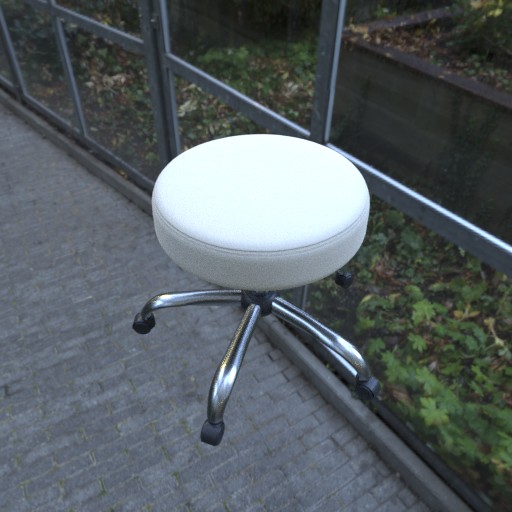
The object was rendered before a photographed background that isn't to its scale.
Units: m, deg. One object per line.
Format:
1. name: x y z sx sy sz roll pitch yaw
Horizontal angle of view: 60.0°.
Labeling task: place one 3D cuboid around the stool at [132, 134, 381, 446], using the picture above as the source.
1. stool: 0.000 0.000 1.032 0.634 0.482 0.614 -11 42 -12
